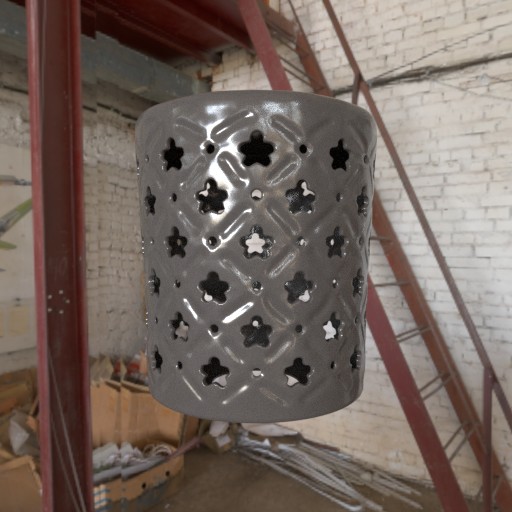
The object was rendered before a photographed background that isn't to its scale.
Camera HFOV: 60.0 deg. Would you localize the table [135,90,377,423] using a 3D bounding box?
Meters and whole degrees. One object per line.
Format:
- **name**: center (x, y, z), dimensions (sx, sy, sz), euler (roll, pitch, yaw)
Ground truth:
- **table**: center (0.000, 0.000, 0.667), dimensions (0.352, 0.387, 0.352), euler (0, 1, 0)
